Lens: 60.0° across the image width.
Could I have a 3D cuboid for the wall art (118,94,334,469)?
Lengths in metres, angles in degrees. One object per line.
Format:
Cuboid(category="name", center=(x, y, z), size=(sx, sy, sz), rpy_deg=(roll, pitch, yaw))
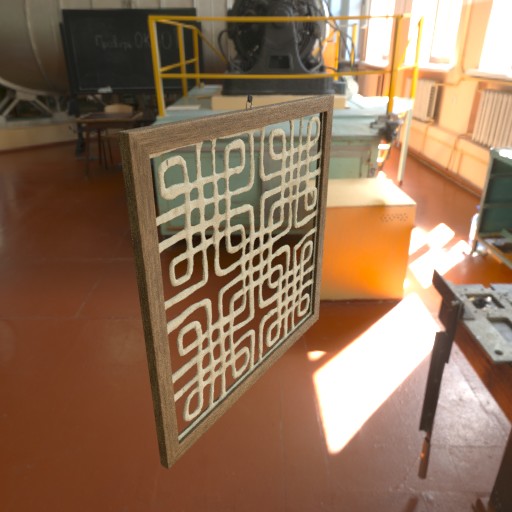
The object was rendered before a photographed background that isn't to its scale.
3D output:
Cuboid(category="wall art", center=(0.000, 0.000, 0.846), size=(0.021, 0.582, 0.561), rpy_deg=(16, 30, 31))
